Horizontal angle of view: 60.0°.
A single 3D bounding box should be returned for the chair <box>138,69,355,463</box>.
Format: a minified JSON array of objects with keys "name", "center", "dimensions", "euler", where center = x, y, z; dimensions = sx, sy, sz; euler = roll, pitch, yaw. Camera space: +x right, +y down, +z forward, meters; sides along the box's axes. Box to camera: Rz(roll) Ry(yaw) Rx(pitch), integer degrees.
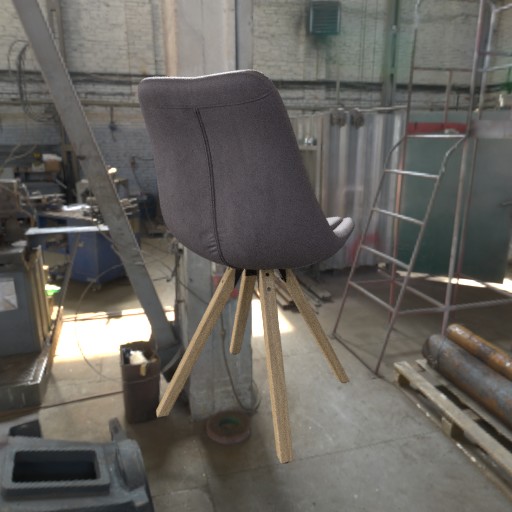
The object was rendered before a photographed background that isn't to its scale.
[{"name":"chair","center":[0.000,0.000,1.203],"dimensions":[0.483,0.865,0.547],"euler":[8,17,27]}]
